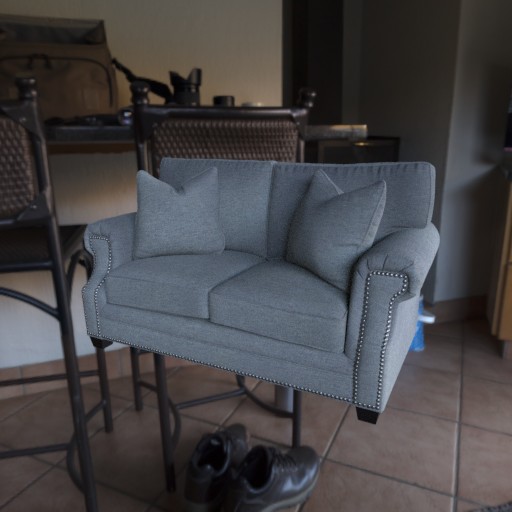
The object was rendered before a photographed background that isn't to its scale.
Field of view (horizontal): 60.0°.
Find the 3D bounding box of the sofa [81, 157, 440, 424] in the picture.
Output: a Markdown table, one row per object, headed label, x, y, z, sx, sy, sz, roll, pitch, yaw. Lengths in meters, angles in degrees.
| label | x | y | z | sx | sy | sz | roll | pitch | yaw |
| --- | --- | --- | --- | --- | --- | --- | --- | --- | --- |
| sofa | 0.000 | 0.000 | 2.287 | 1.701 | 0.966 | 0.966 | 7 | 16 | 26 |
